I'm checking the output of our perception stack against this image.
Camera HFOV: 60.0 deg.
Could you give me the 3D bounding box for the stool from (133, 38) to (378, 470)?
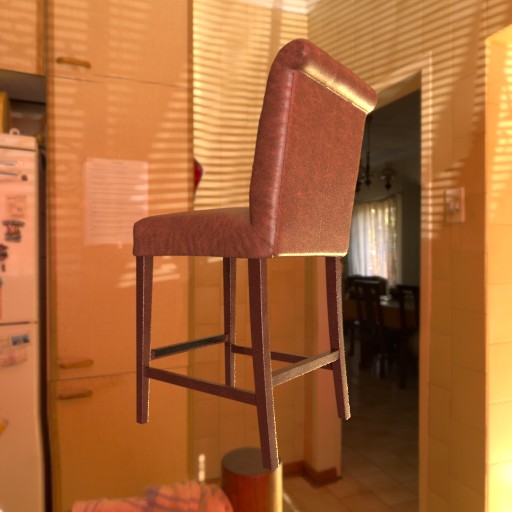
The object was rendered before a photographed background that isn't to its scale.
[{"bbox_3d":[0.000,0.000,1.435,0.660,1.084,0.486,0,1,37],"label":"stool"}]
